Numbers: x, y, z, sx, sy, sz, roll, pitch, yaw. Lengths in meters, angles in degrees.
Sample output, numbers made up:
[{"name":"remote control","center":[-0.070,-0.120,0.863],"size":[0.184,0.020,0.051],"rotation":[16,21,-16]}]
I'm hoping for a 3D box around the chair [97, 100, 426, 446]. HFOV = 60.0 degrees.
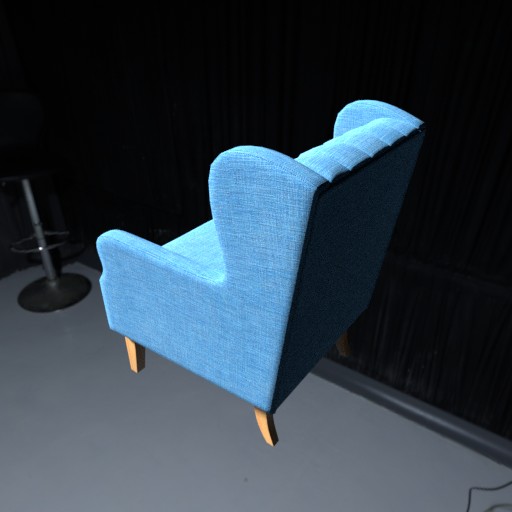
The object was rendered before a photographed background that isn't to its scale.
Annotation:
[{"name":"chair","center":[0.000,0.000,1.479],"size":[0.775,0.952,0.711],"rotation":[21,37,31]}]
